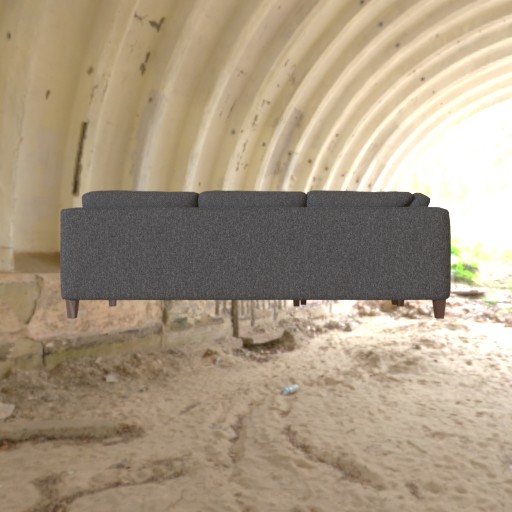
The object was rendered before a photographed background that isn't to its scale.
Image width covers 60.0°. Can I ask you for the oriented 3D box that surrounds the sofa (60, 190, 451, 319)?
[{"bbox_3d":[0.000,0.000,4.425,2.551,0.853,3.238,0,-1,0],"label":"sofa"}]
